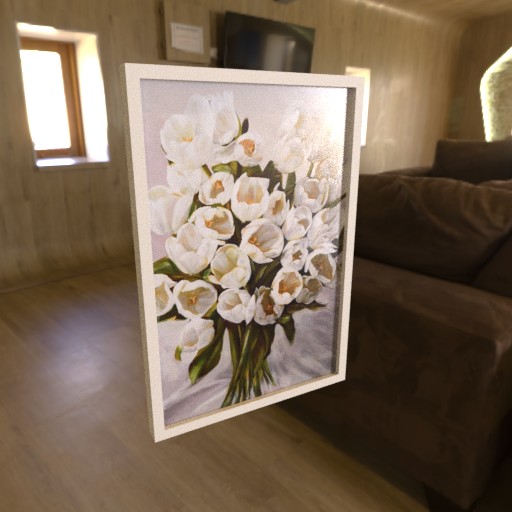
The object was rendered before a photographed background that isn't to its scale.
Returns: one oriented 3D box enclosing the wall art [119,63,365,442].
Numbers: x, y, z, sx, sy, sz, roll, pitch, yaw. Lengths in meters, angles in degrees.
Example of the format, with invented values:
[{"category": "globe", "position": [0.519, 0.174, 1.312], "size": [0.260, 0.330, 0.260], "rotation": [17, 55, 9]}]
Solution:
[{"category": "wall art", "position": [0.000, 0.000, 0.852], "size": [0.450, 0.657, 0.038], "rotation": [-9, 19, -27]}]
